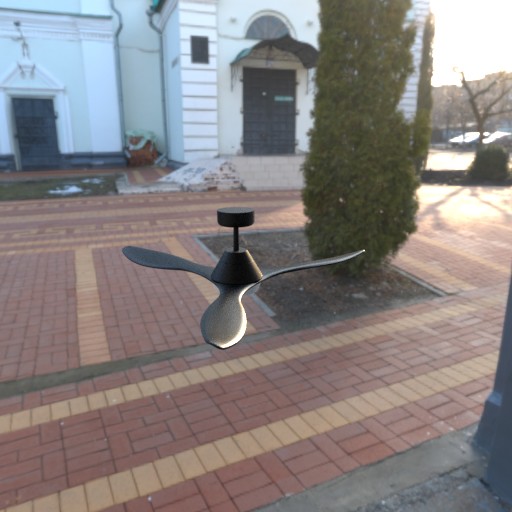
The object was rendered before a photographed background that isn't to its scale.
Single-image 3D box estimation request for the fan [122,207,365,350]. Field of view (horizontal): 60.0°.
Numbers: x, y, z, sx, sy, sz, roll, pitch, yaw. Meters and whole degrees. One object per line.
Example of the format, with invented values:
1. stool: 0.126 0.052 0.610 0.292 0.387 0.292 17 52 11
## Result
1. fan: 0.000 0.000 1.587 1.067 0.305 1.067 -2 15 -9
